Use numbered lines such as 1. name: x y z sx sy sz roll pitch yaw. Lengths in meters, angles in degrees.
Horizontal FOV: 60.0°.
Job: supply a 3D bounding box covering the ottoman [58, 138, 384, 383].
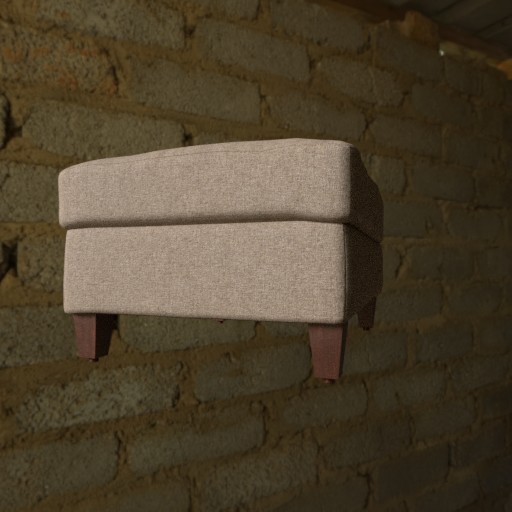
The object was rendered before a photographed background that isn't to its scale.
1. ottoman: 0.000 0.000 1.311 0.692 0.511 0.889 0 -1 20
